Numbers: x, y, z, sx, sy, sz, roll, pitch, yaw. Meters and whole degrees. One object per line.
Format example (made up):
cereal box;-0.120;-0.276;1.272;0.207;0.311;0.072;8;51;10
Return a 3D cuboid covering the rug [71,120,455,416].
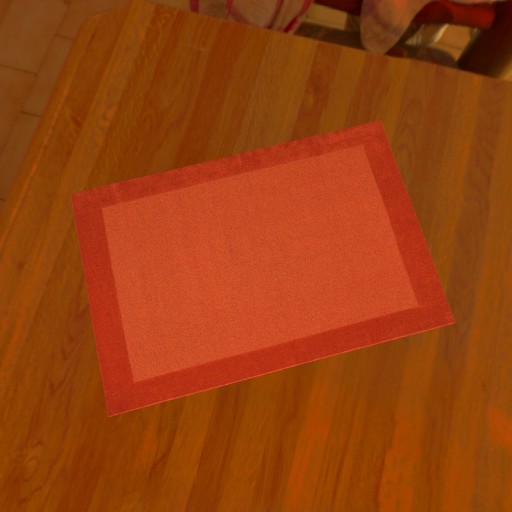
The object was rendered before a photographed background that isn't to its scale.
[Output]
rug;0.000;0.000;2.396;1.829;0.014;1.219;-14;76;-4
